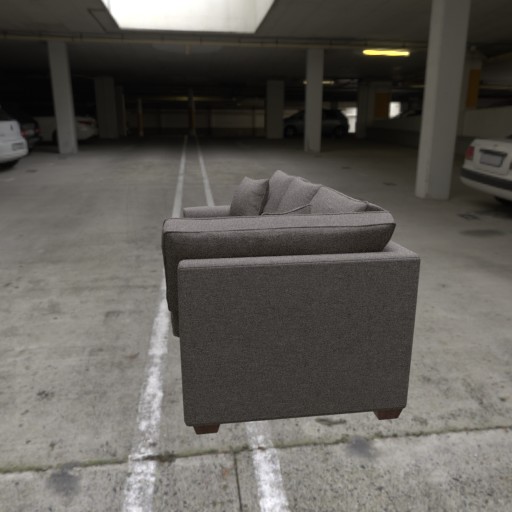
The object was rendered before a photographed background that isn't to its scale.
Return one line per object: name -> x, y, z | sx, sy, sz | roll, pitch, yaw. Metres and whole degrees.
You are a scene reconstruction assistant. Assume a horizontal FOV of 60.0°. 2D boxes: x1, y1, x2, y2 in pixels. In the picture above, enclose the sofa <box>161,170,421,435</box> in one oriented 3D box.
sofa -> 0.000, 0.000, 2.893 | 1.061, 0.962, 2.317 | -2, 15, -8
